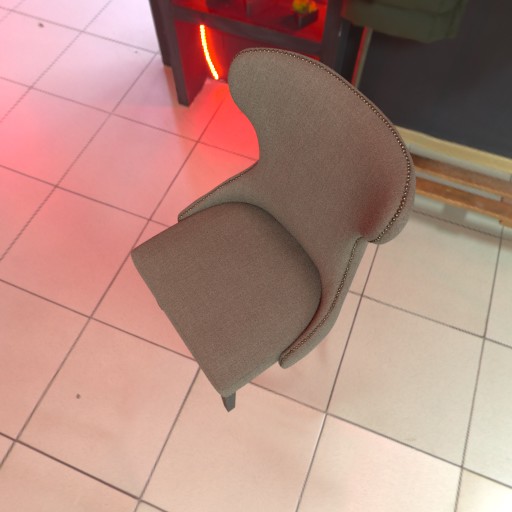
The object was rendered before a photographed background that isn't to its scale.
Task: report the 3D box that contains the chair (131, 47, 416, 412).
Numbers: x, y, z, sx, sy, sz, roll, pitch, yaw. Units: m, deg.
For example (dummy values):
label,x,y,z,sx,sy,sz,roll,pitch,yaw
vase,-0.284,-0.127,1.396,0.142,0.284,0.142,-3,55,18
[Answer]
label,x,y,z,sx,sy,sz,roll,pitch,yaw
chair,0.000,0.000,1.361,0.635,0.967,0.628,-32,67,-16
